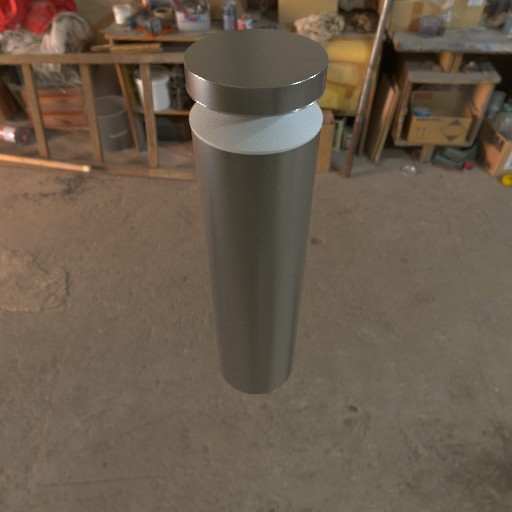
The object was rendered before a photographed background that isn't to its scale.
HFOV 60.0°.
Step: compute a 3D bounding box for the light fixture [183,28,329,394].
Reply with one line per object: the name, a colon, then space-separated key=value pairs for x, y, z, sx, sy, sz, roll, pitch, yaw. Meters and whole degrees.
light fixture: x=0.000 y=0.000 z=0.450 sx=0.102 sy=0.400 sz=0.102 roll=-24 pitch=51 yaw=-21
